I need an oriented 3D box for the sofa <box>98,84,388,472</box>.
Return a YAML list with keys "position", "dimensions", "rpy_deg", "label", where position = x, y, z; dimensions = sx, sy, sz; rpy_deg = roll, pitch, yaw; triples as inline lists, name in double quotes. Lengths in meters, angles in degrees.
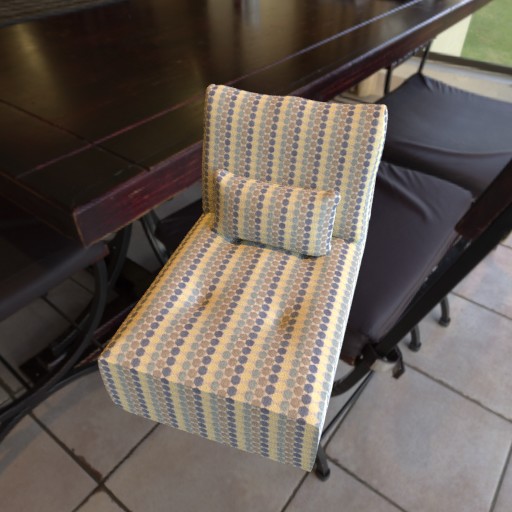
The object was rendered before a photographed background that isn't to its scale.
- position: [0.000, 0.000, 1.550]
  dimensions: [0.700, 0.820, 1.000]
  rpy_deg: [12, 43, 14]
  label: "sofa"
